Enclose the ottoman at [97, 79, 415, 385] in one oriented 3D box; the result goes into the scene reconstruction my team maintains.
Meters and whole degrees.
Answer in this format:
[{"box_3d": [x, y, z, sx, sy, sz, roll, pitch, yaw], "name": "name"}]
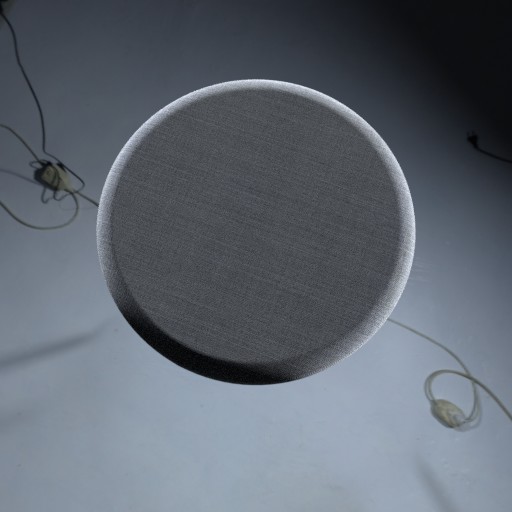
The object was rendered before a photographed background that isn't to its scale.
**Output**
[{"box_3d": [0.000, 0.000, 0.736, 0.400, 0.406, 0.400, 0, 76, 0], "name": "ottoman"}]
